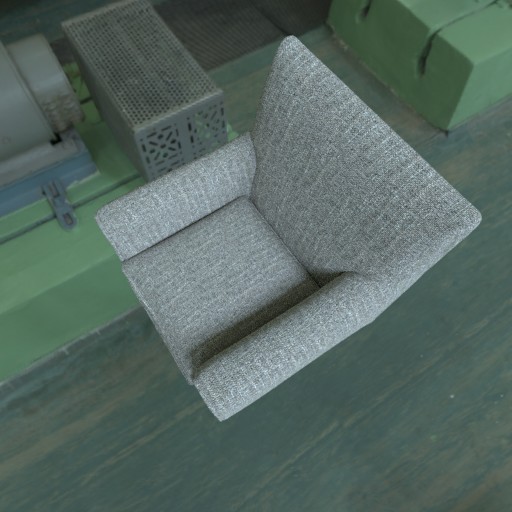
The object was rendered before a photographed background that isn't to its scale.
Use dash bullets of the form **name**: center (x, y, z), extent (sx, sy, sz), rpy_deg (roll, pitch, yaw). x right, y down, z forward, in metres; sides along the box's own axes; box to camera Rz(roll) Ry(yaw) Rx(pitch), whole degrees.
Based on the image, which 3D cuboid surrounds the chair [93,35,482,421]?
- **chair**: center (0.000, 0.000, 1.617), extent (0.873, 0.928, 0.864), rpy_deg (-31, 68, -14)
